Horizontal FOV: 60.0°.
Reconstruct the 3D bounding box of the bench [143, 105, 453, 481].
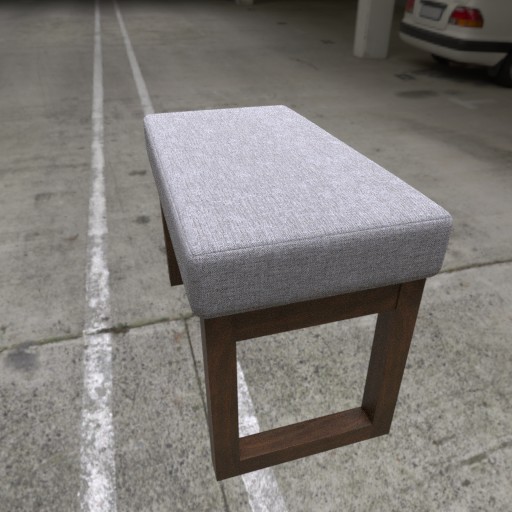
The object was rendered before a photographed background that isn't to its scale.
[{"bbox_3d":[0.000,0.000,0.937,0.366,0.467,0.681,-9,32,-14],"label":"bench"}]
